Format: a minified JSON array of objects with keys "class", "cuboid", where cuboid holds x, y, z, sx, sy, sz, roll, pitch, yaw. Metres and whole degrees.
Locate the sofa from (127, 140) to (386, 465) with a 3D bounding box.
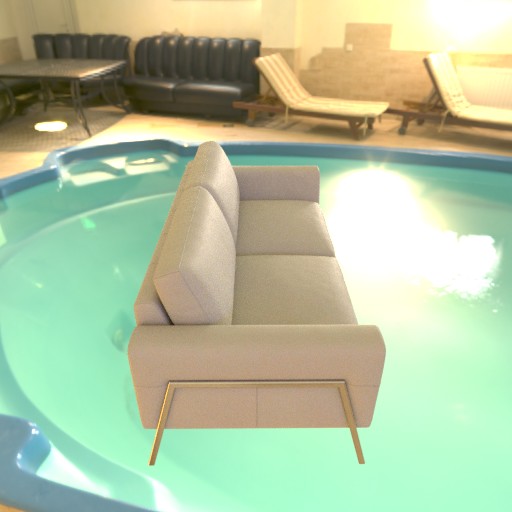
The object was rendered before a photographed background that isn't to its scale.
[{"class":"sofa","cuboid":[0.000,0.000,2.534,0.953,0.875,2.017,0,31,0]}]
